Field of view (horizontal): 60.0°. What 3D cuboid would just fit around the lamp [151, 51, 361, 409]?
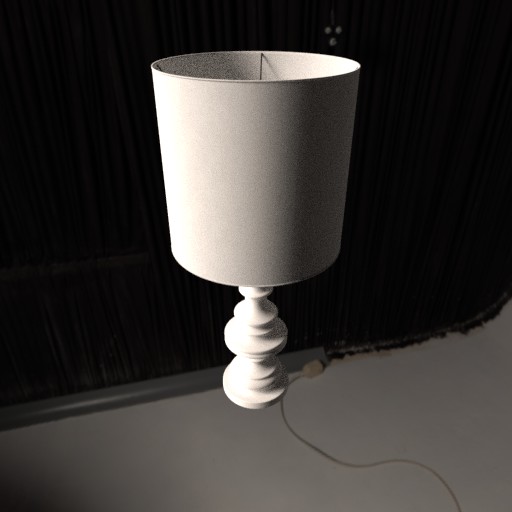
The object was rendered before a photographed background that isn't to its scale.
[{"bbox_3d":[0.000,0.000,0.566,0.208,0.455,0.208,-8,32,-13],"label":"lamp"}]
